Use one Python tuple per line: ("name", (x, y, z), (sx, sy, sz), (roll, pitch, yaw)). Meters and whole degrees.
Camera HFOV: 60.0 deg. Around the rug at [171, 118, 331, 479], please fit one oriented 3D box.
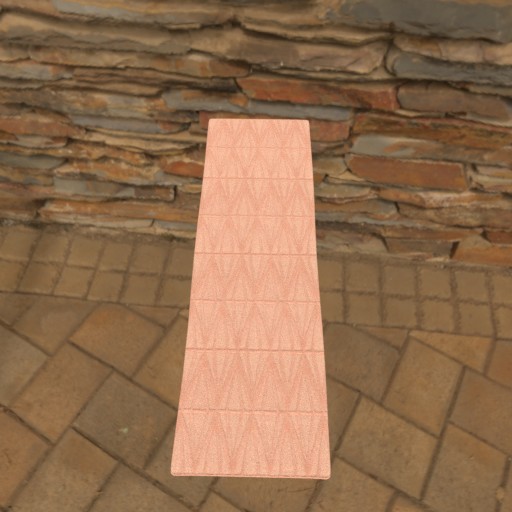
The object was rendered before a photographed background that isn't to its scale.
("rug", (0.000, 0.000, 2.711), (0.760, 0.015, 2.435), (1, 58, 1))
